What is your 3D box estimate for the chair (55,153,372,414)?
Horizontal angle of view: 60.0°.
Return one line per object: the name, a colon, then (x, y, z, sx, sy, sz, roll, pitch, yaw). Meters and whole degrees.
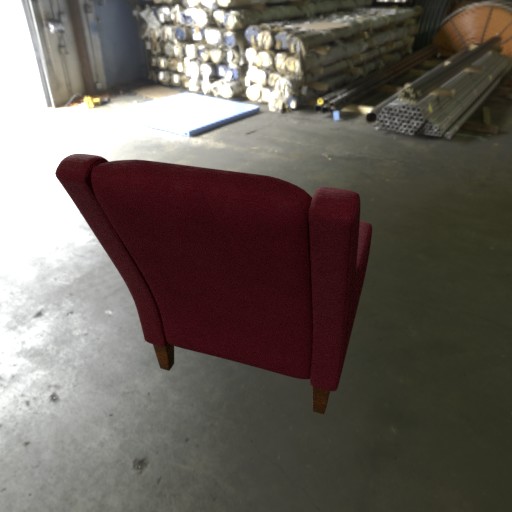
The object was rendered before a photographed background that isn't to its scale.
chair: (0.000, 0.000, 1.689, 0.793, 1.017, 0.985, 11, 34, 16)
